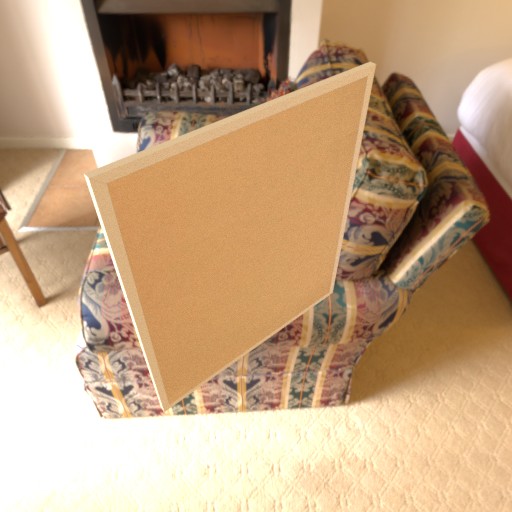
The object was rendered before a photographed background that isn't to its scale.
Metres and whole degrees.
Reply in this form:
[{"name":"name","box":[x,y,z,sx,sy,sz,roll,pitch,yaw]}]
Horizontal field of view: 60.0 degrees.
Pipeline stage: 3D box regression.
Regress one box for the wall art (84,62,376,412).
[{"name":"wall art","box":[0.000,0.000,0.789,0.482,0.557,0.012,-31,53,-27]}]
